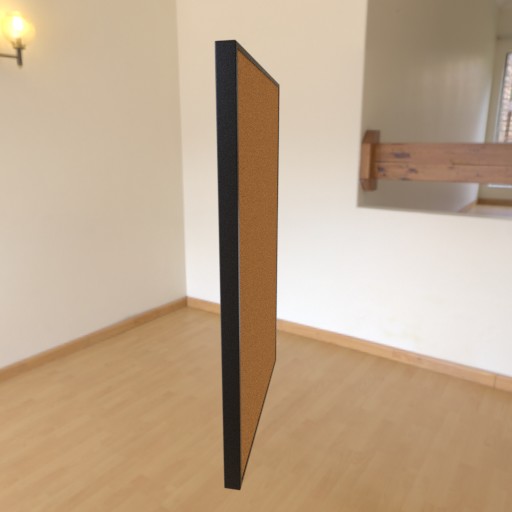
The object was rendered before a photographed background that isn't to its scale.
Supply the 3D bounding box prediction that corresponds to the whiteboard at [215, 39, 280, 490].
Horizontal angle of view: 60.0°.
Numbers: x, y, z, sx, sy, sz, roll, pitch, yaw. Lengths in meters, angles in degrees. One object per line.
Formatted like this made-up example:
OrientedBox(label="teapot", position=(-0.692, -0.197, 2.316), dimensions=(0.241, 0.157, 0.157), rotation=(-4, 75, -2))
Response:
OrientedBox(label="whiteboard", position=(0.000, 0.000, 0.773), dimensions=(0.026, 0.611, 0.406), rotation=(3, 15, 10))
